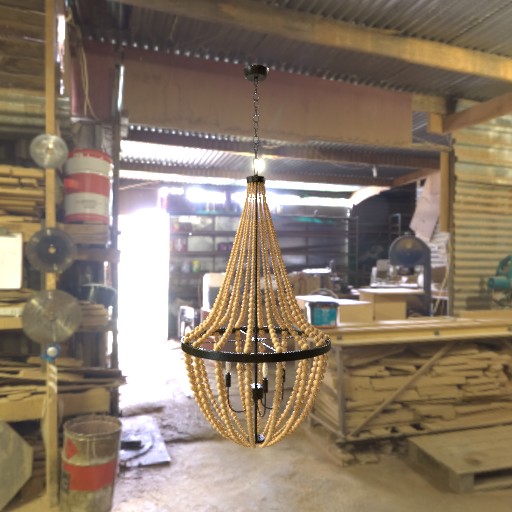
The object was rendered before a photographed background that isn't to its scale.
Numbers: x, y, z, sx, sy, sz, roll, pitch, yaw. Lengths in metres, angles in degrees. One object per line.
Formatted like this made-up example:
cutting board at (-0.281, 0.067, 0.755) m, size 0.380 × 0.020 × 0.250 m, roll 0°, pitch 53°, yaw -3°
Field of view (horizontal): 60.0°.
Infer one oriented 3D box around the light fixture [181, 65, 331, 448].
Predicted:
light fixture at (0.000, 0.000, 1.349) m, size 0.450 × 1.133 × 0.450 m, roll 0°, pitch 0°, yaw 0°
